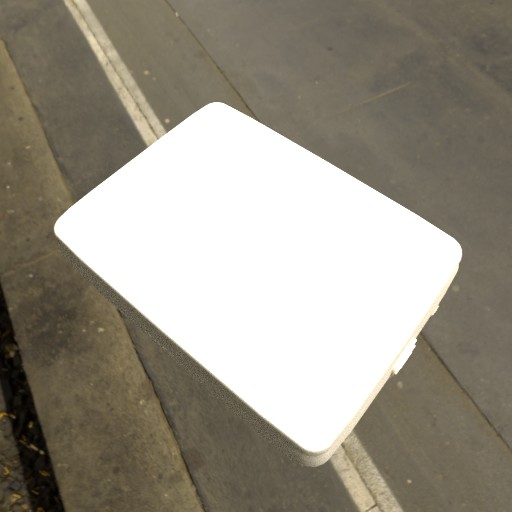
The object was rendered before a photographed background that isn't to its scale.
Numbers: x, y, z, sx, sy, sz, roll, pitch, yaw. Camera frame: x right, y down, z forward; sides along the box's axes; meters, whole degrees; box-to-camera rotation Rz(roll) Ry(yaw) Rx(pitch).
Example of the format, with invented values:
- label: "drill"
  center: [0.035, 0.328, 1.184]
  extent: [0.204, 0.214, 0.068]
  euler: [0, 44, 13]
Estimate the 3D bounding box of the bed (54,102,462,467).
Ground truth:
- label: "bed"
  center: [0.000, 0.000, 2.669]
  extent: [2.036, 0.460, 1.520]
  euler: [36, 65, 19]
